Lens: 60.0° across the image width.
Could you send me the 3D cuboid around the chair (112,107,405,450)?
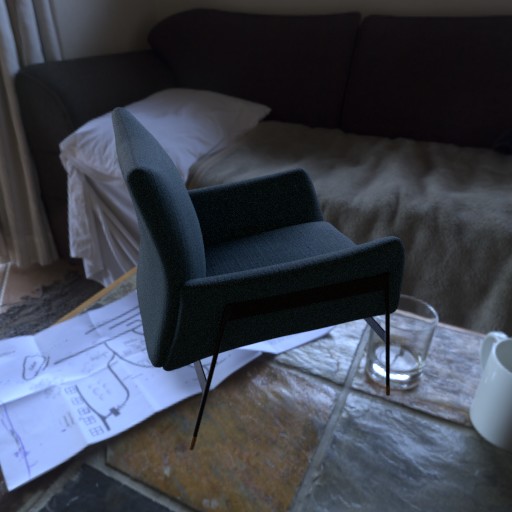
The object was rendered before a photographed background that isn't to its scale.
[{"bbox_3d":[0.000,0.000,1.436,0.769,0.859,0.678,-9,30,-16],"label":"chair"}]
